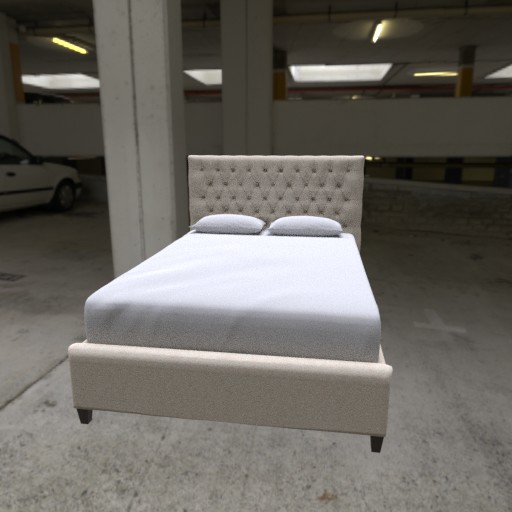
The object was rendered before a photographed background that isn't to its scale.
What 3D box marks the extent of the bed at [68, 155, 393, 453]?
[{"bbox_3d":[0.000,0.000,3.300,1.698,1.427,2.387,2,14,8],"label":"bed"}]
